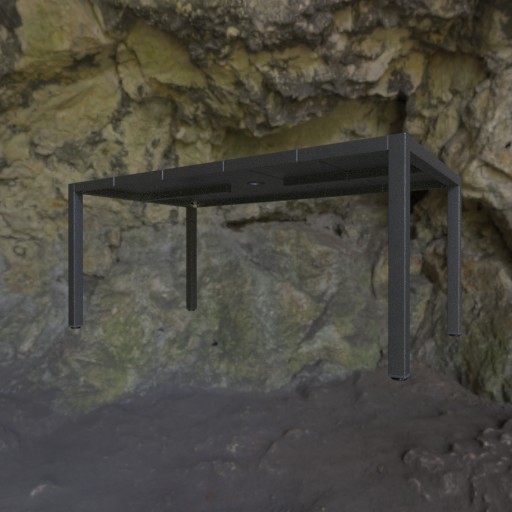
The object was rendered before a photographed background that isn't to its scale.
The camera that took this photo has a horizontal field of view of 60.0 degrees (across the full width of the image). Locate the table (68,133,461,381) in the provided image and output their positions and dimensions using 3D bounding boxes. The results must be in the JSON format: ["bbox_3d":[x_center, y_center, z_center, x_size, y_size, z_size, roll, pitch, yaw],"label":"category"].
[{"bbox_3d":[0.000,0.000,2.148,1.680,0.735,0.914,0,0,34],"label":"table"}]
